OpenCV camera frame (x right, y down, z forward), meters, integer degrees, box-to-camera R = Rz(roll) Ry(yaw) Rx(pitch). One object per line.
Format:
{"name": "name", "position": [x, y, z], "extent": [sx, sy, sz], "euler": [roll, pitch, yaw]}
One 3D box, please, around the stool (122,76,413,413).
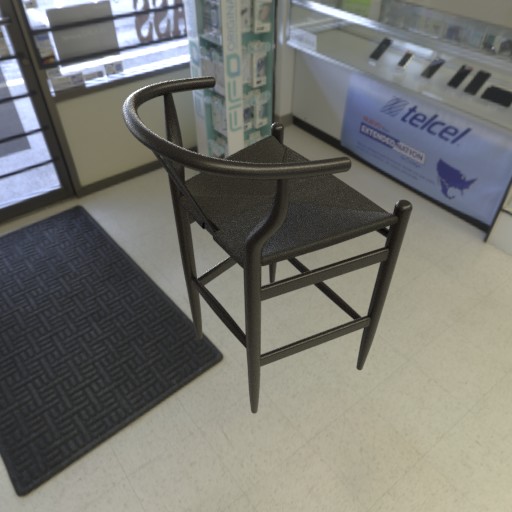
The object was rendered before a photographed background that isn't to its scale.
{"name": "stool", "position": [0.000, 0.000, 1.308], "extent": [0.579, 0.970, 0.569], "euler": [-25, 48, -25]}
